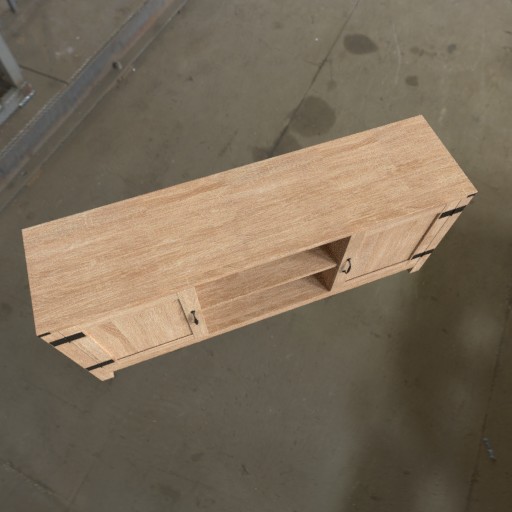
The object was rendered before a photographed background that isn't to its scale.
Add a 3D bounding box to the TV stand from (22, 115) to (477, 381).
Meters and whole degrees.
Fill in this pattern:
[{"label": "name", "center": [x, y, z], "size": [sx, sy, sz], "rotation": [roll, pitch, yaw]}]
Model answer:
[{"label": "TV stand", "center": [0.000, 0.000, 1.726], "size": [1.466, 0.610, 0.398], "rotation": [-18, 64, -9]}]
